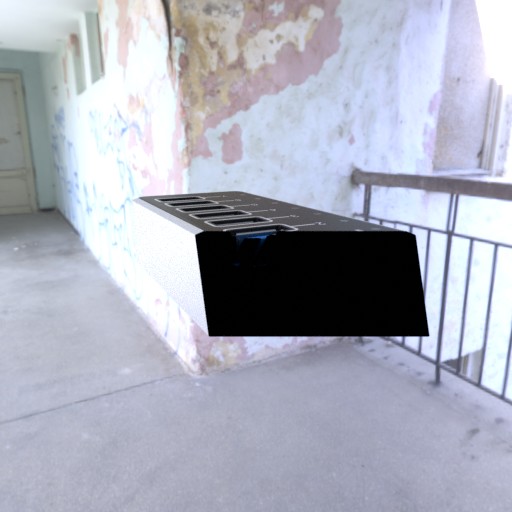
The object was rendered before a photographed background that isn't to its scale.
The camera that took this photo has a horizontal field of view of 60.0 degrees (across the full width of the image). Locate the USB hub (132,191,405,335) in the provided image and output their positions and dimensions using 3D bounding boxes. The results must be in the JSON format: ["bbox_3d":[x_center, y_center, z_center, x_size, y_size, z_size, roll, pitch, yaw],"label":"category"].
[{"bbox_3d":[0.000,0.000,0.123,0.044,0.023,0.110,-8,17,-27],"label":"USB hub"}]
